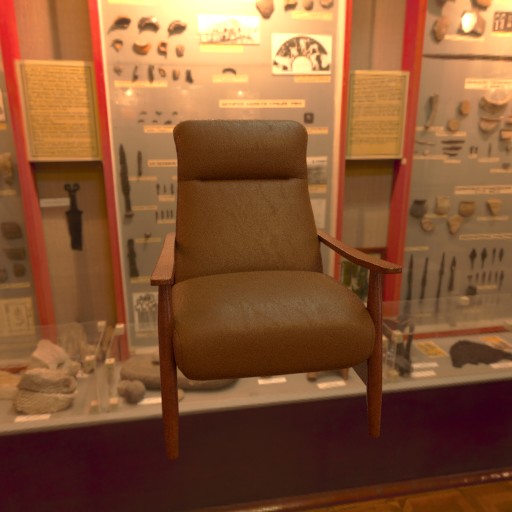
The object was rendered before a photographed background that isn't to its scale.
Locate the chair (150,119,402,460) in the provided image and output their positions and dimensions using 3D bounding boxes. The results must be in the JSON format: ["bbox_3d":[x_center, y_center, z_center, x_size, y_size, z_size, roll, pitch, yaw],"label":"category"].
[{"bbox_3d":[0.000,0.000,1.805,0.762,1.082,1.014,-2,16,-9],"label":"chair"}]
